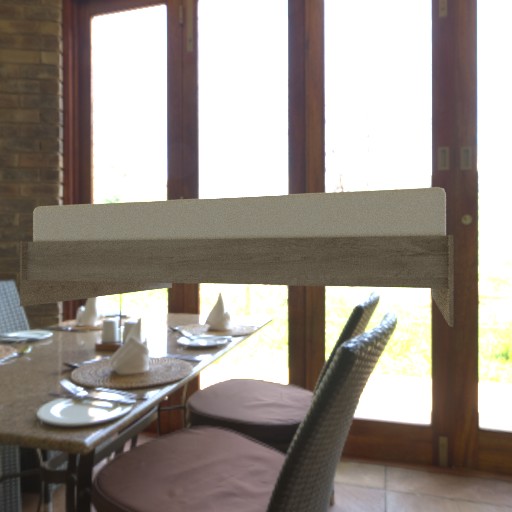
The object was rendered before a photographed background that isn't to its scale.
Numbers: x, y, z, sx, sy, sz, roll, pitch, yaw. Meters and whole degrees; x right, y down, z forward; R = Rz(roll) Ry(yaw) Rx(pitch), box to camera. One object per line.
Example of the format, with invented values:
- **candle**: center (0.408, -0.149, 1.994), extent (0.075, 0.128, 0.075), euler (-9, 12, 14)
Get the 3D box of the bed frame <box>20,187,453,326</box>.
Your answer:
- **bed frame**: center (0.000, 0.000, 2.533), extent (1.945, 0.497, 1.445), euler (0, 0, 19)
